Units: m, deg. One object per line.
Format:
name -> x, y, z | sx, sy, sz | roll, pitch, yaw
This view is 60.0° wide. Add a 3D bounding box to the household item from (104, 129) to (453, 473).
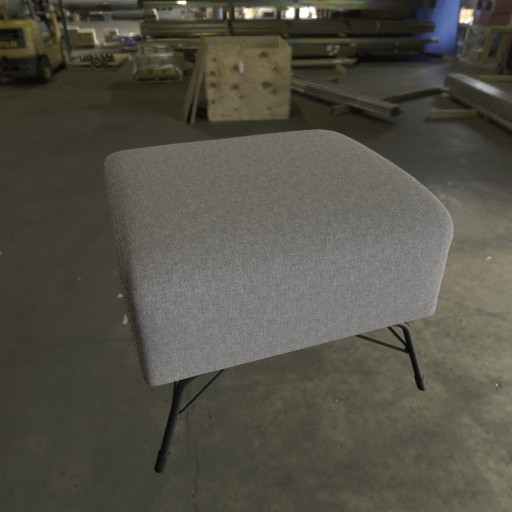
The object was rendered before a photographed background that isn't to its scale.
household item -> 0.000, 0.000, 0.892 | 0.530, 0.410, 0.530 | -11, 34, -16
